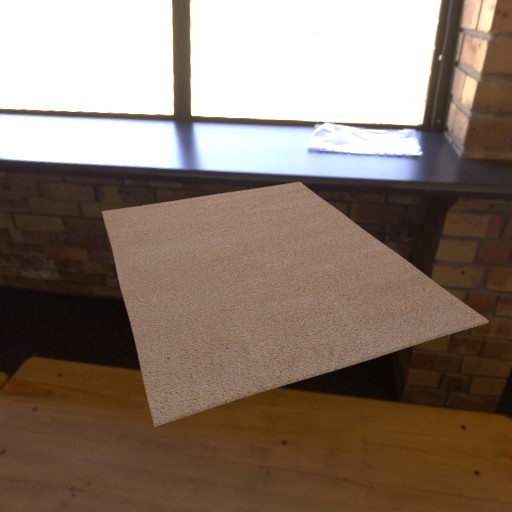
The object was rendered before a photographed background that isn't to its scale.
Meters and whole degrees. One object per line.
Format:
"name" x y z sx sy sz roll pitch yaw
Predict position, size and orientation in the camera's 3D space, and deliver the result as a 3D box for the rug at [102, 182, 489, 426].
"rug" 0.000 0.000 4.000 2.400 0.025 3.000 -11 32 -19
